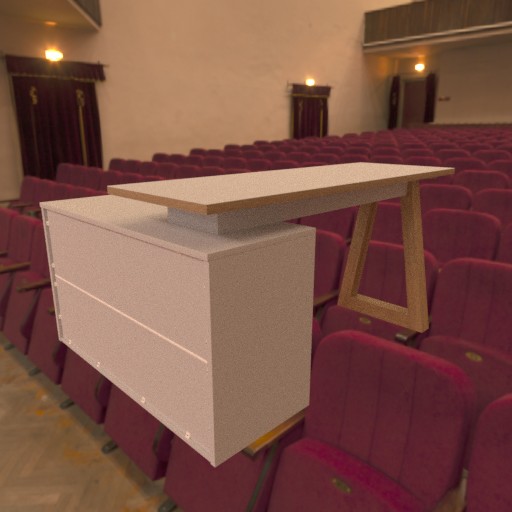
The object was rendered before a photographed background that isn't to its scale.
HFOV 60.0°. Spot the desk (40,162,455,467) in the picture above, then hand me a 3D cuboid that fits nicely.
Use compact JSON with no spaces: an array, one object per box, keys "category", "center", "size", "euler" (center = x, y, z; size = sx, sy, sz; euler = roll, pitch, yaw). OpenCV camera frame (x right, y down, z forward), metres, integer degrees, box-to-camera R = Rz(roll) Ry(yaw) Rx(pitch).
[{"category":"desk","center":[0.000,0.000,1.977],"size":[1.404,0.755,1.098],"euler":[-15,22,-42]}]
